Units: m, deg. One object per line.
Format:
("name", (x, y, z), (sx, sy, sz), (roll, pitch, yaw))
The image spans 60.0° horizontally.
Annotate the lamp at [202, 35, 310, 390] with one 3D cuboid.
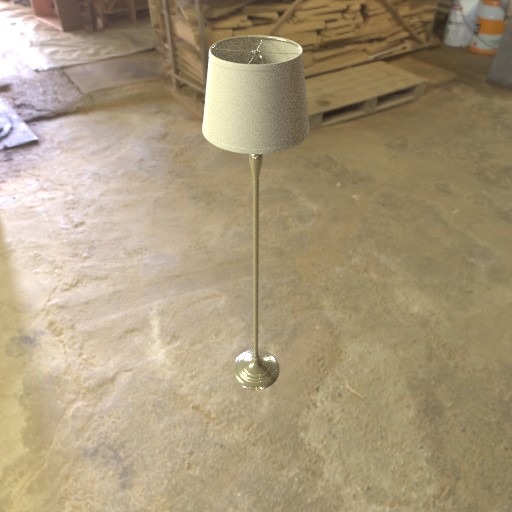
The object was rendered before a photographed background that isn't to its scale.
("lamp", (0.000, 0.000, 1.705), (0.327, 1.506, 0.327), (-25, 47, -25))
